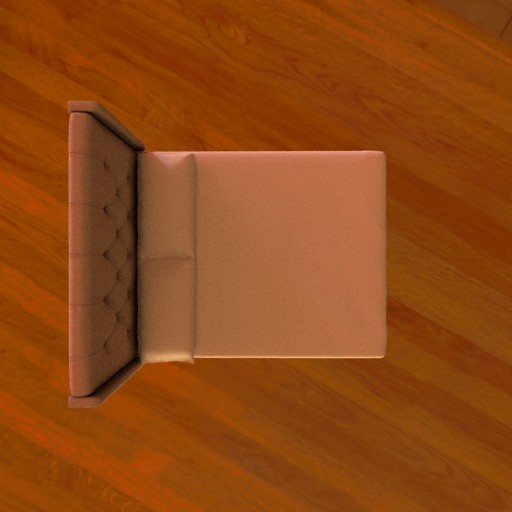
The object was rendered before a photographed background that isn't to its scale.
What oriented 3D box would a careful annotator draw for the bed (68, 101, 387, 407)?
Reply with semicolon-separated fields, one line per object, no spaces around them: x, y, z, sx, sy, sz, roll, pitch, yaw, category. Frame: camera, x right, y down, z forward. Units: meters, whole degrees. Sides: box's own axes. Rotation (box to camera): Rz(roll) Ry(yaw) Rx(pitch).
0.000;0.000;3.245;2.066;1.665;1.719;0;90;1;bed
